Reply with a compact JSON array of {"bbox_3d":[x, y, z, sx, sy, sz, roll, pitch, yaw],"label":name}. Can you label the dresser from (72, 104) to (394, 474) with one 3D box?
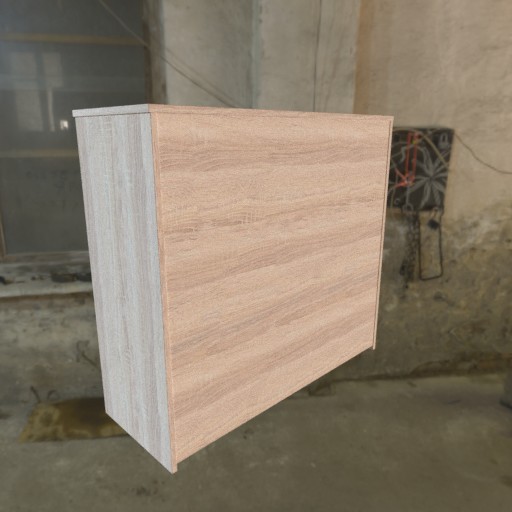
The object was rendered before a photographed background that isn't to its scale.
[{"bbox_3d":[0.000,0.000,1.471,0.980,0.900,0.380,-15,21,-42],"label":"dresser"}]
